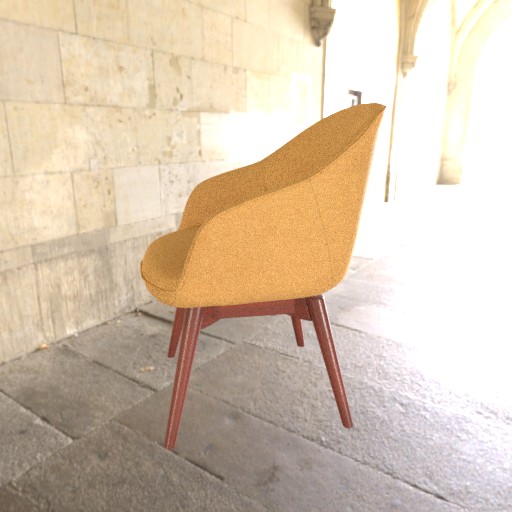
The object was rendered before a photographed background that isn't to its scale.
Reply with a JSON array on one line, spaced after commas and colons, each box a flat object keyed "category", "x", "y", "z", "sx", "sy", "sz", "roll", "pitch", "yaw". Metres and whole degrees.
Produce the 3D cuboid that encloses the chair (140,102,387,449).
[{"category": "chair", "x": 0.000, "y": 0.000, "z": 1.250, "sx": 0.635, "sy": 0.823, "sz": 0.596, "roll": -3, "pitch": 16, "yaw": -10}]
